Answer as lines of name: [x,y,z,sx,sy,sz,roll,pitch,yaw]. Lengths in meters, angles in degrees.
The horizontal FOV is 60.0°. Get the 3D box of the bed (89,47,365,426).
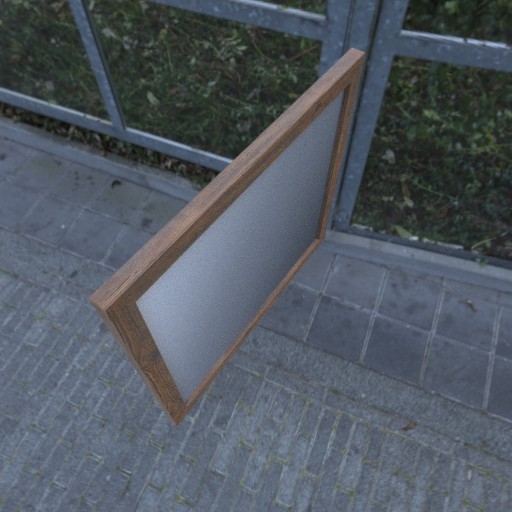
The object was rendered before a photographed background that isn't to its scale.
bed: [0.000,0.000,1.476,0.046,0.942,1.046,31,62,19]
